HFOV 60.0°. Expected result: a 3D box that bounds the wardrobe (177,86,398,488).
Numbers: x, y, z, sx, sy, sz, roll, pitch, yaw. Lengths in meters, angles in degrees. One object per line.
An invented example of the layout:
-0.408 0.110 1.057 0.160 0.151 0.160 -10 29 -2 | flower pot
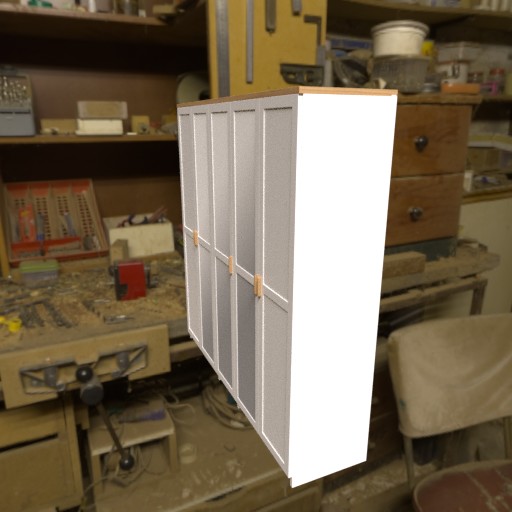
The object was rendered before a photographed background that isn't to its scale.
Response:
0.000 0.000 3.382 0.590 2.260 2.160 -7 18 -23 | wardrobe
